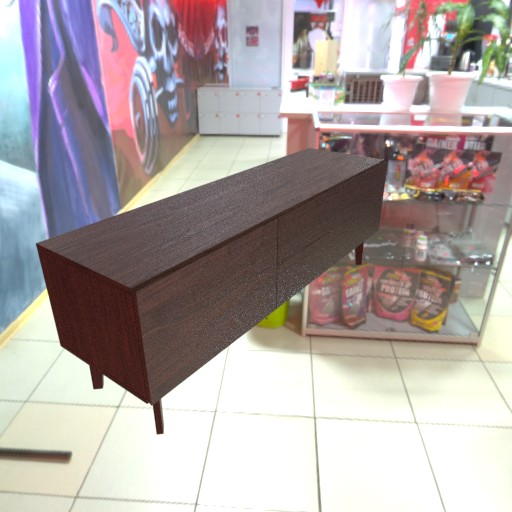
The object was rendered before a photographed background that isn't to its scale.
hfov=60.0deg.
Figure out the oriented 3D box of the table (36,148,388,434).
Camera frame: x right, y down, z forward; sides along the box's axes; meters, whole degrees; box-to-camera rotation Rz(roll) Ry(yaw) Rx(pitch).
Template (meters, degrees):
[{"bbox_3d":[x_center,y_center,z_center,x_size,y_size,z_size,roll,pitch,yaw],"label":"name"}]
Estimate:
[{"bbox_3d":[0.000,0.000,1.672,0.405,0.508,1.397,18,32,33],"label":"table"}]
